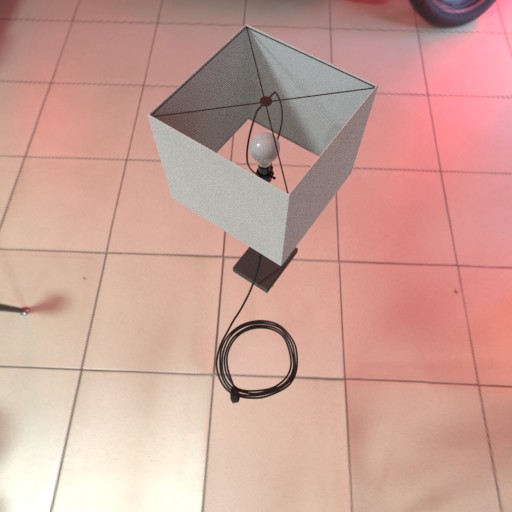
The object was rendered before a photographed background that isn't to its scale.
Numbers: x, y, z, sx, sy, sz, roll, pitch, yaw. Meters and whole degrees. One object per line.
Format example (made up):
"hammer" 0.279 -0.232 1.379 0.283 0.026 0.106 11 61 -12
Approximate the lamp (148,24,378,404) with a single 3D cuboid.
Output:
"lamp" 0.000 0.000 0.979 0.399 0.660 0.504 32 68 15
